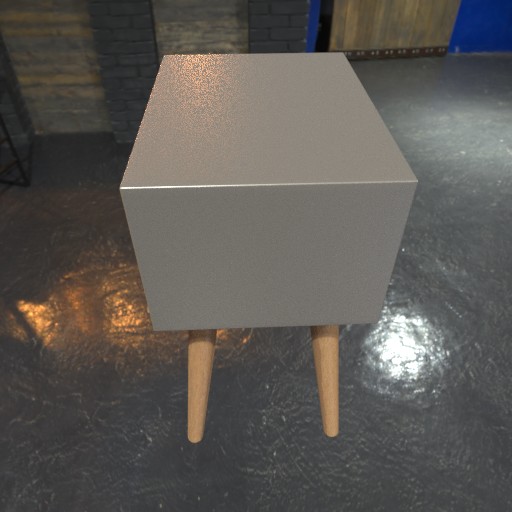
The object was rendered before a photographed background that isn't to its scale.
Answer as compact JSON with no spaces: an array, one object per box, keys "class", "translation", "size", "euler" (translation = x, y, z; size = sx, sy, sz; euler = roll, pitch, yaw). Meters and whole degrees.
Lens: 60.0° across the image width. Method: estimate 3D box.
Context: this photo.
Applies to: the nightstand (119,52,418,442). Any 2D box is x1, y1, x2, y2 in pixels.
[{"class":"nightstand","translation":[0.000,0.000,0.715],"size":[0.288,0.508,0.370],"euler":[-2,42,-2]}]
